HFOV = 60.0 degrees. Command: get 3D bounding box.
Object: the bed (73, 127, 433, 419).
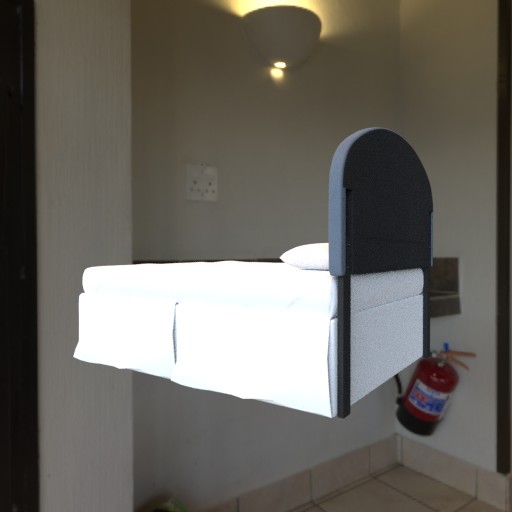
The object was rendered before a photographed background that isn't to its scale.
[{"bbox_3d":[0.000,0.000,3.103,2.005,1.410,1.607,0,1,36],"label":"bed"}]
